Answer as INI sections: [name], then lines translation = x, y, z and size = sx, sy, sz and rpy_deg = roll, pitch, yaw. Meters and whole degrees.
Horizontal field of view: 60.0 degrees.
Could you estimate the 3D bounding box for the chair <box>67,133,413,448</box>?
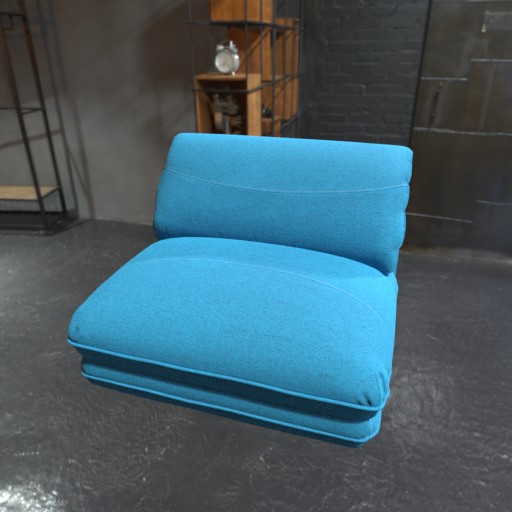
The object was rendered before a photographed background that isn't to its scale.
[chair]
translation = 0.000, 0.000, 1.296
size = 0.820, 0.580, 0.780
rpy_deg = 8, 27, 16
